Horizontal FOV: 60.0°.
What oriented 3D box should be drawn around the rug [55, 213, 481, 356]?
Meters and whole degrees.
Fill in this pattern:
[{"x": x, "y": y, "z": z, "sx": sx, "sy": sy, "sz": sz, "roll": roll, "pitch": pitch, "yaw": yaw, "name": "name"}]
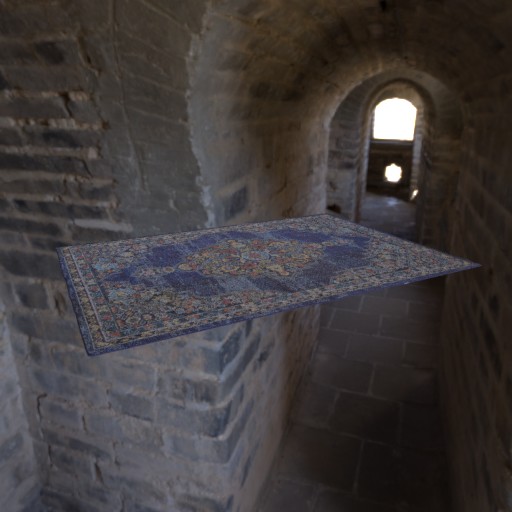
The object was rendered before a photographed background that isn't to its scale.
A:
[{"x": 0.000, "y": 0.000, "z": 3.687, "sx": 2.940, "sy": 0.011, "sz": 2.053, "roll": -9, "pitch": 20, "yaw": -26, "name": "rug"}]
